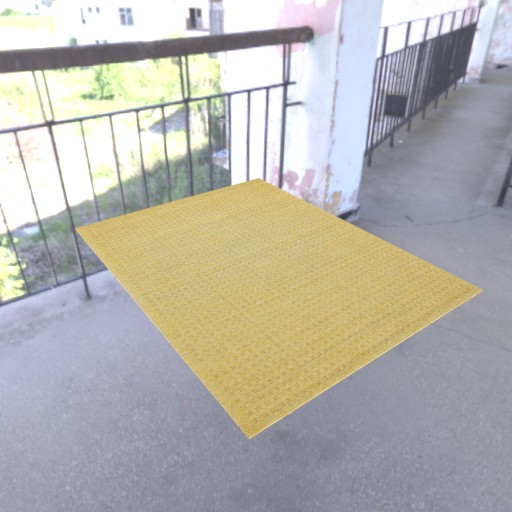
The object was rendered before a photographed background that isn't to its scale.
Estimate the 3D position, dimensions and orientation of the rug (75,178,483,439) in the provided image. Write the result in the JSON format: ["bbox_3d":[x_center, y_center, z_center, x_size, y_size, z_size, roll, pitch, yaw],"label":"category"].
[{"bbox_3d":[0.000,0.000,4.326,2.486,0.015,3.242,-21,37,-30],"label":"rug"}]
